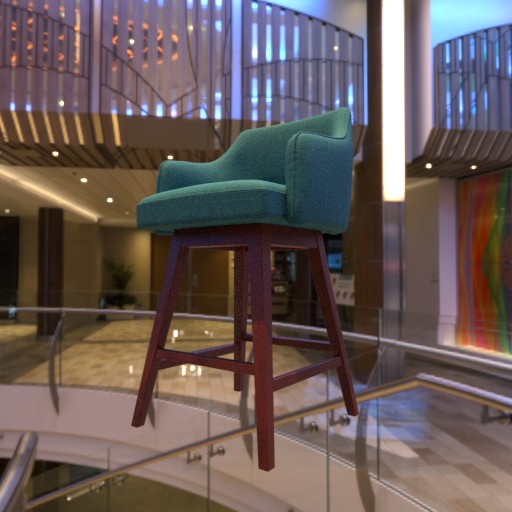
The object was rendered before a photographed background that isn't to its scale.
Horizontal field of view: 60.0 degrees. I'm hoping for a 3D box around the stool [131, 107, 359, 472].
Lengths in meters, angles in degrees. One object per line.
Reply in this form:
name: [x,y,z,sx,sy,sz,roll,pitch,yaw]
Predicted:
stool: [0.000,0.000,1.334,0.548,0.961,0.556,-1,-2,37]
